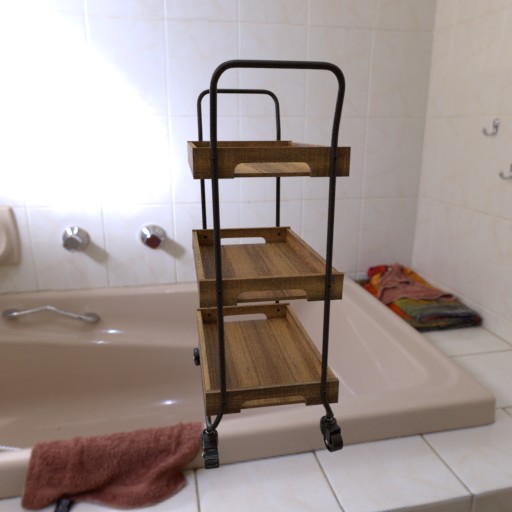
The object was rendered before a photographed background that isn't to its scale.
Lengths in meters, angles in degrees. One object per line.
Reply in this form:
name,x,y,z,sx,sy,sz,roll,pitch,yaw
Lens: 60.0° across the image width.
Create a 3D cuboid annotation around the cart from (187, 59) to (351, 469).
cart,0.000,0.000,1.147,0.339,0.857,0.583,-3,16,-9
